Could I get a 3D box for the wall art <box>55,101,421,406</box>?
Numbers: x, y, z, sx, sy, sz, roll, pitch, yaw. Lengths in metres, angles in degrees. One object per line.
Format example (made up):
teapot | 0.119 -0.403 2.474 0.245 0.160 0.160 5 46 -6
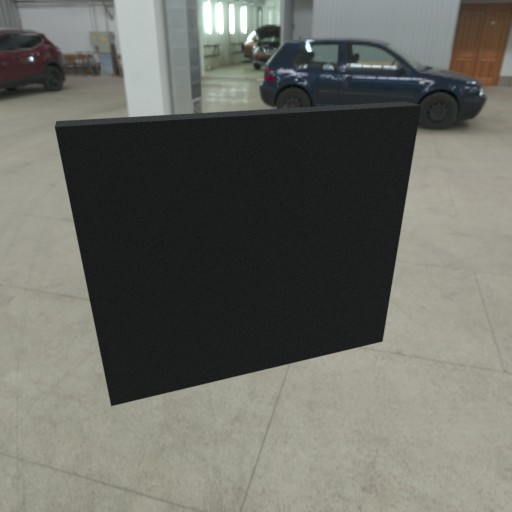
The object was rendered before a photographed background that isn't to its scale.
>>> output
wall art | 0.000 0.000 0.528 0.381 0.330 0.031 -9 28 -17
